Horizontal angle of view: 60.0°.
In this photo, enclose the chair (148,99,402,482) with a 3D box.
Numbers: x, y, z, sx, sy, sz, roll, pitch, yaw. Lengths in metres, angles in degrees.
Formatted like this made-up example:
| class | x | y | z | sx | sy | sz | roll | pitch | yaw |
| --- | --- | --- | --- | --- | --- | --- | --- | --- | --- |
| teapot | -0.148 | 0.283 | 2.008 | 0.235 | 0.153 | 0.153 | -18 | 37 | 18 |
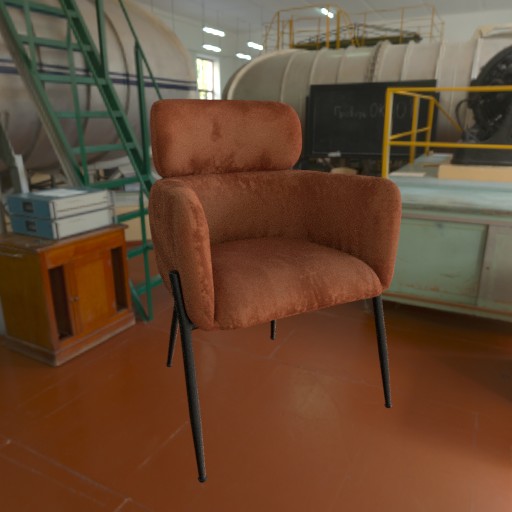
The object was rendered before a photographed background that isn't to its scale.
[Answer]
| class | x | y | z | sx | sy | sz | roll | pitch | yaw |
| --- | --- | --- | --- | --- | --- | --- | --- | --- | --- |
| chair | 0.000 | 0.000 | 1.137 | 0.561 | 0.772 | 0.523 | -9 | 20 | -27 |
